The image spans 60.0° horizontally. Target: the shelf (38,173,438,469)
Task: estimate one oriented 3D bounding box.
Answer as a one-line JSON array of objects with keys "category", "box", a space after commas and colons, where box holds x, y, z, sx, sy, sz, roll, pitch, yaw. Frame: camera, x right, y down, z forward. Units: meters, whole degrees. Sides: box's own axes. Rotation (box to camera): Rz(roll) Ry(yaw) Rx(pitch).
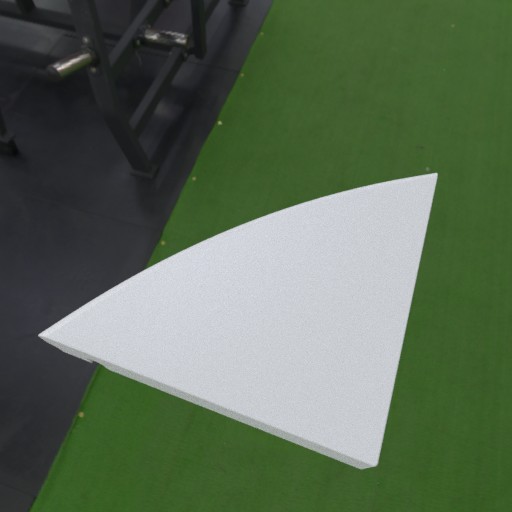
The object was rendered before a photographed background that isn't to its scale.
[{"category": "shelf", "box": [0.000, 0.000, 0.457, 0.310, 0.050, 0.310, 18, 63, 9]}]
